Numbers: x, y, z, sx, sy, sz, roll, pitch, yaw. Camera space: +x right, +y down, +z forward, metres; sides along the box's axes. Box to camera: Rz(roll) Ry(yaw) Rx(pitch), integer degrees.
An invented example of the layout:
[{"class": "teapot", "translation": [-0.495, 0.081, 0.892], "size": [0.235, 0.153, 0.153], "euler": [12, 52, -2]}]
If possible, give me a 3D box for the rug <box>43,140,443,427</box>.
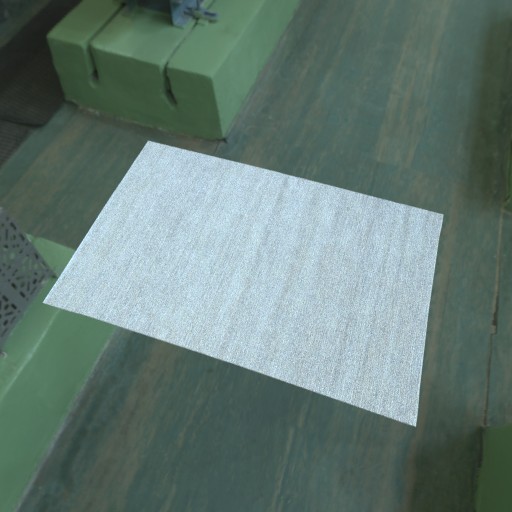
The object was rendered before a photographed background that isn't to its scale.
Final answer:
[{"class": "rug", "translation": [0.000, 0.000, 2.315], "size": [1.820, 0.022, 1.179], "euler": [16, 60, 10]}]
